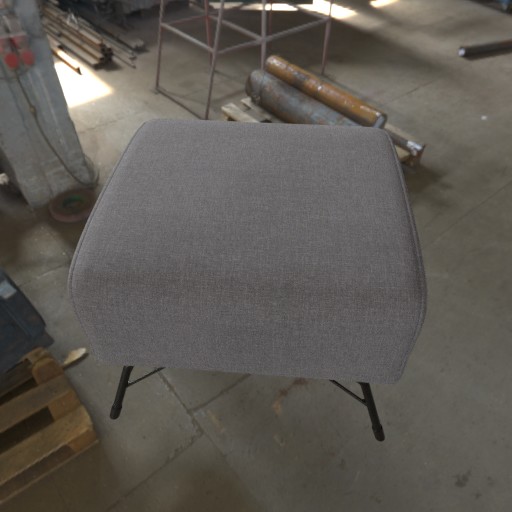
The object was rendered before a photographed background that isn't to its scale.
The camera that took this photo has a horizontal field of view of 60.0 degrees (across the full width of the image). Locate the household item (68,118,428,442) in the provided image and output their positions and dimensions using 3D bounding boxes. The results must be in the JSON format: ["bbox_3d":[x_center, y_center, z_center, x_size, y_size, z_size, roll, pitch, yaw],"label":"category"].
[{"bbox_3d":[0.000,0.000,0.881,0.530,0.410,0.530,3,46,3],"label":"household item"}]
